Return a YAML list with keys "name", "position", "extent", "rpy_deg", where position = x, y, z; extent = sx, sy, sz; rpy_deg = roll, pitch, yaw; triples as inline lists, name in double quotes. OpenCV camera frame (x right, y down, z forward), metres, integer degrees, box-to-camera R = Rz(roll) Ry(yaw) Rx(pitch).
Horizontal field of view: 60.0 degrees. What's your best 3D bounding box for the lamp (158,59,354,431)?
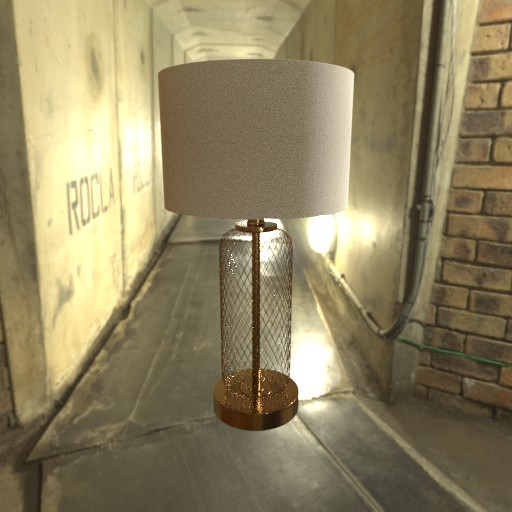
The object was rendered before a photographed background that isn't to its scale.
- name: "lamp"
  position: [0.000, 0.000, 0.639]
  extent: [0.252, 0.483, 0.252]
  rpy_deg: [8, 16, 28]
